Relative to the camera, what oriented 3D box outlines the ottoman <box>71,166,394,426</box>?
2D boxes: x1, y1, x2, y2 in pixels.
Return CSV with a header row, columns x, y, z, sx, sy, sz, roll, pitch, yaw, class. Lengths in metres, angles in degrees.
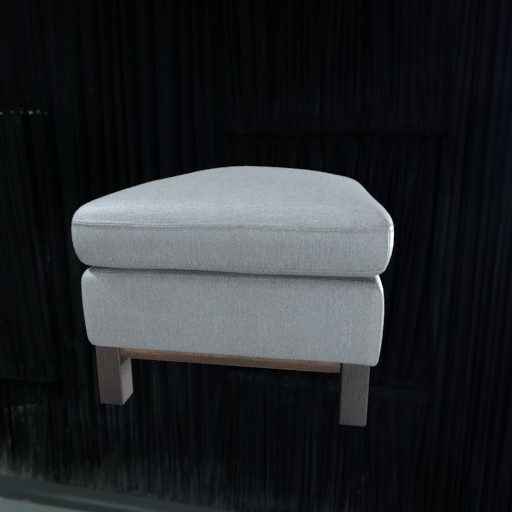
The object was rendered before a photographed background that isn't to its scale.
x,y,z,sx,sy,sz,roll,pitch,yaw,class
0.000,0.000,1.039,0.528,0.404,0.735,2,14,8,ottoman
